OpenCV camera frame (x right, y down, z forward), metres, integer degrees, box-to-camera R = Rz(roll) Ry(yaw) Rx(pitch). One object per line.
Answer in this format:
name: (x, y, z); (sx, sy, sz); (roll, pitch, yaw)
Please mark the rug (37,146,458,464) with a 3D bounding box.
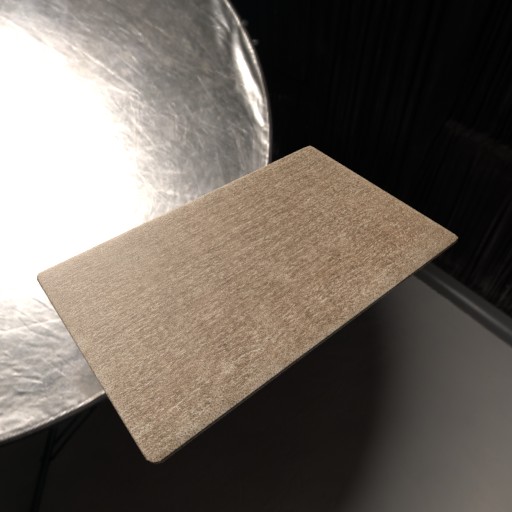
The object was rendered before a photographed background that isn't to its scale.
rug: (0.000, 0.000, 3.005); (2.469, 0.024, 1.539); (-30, 53, -26)
